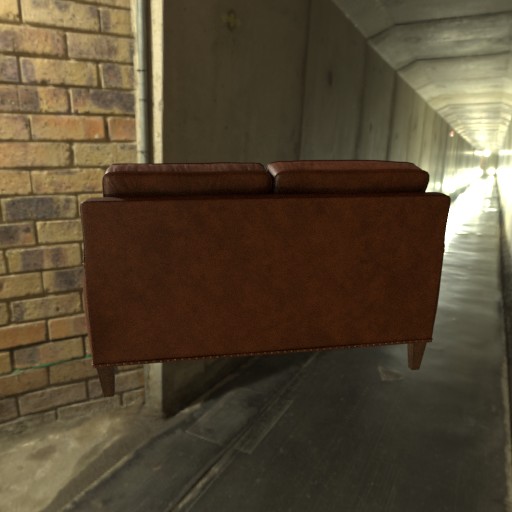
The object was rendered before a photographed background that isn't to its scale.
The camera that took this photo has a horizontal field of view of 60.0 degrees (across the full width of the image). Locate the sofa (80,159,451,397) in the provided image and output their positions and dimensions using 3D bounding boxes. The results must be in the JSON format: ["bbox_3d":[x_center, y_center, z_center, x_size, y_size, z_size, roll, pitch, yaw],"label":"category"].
[{"bbox_3d":[0.000,0.000,2.339,1.628,1.003,1.083,-2,13,-10],"label":"sofa"}]
